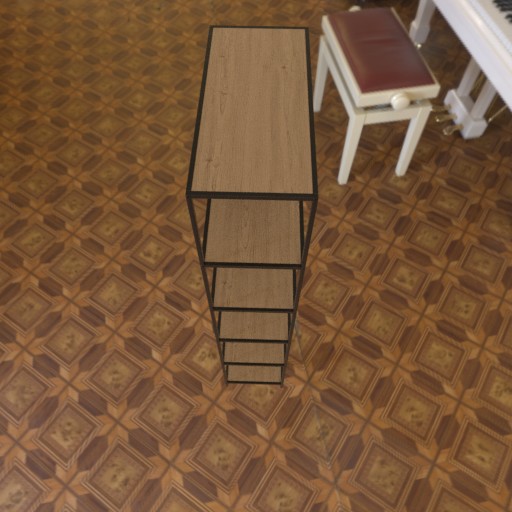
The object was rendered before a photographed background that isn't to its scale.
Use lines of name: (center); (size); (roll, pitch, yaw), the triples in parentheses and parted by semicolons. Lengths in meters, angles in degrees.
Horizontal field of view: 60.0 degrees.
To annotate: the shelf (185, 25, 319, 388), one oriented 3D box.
shelf: (0.000, 0.000, 2.151); (0.350, 1.850, 0.770); (1, 58, 1)
